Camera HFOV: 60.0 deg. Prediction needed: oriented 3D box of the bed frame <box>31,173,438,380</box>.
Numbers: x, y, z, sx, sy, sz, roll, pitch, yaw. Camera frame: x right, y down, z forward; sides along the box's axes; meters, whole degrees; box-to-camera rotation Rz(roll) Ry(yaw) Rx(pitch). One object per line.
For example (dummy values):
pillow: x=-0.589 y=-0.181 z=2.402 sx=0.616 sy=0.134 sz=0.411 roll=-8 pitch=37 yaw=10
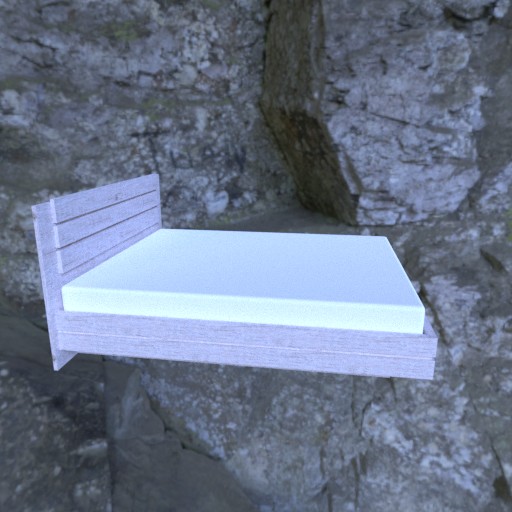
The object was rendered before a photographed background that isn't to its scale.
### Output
bed frame: x=0.000 y=0.000 z=3.098 sx=2.080 sy=0.970 sz=1.750 roll=2 pitch=16 yaw=9
